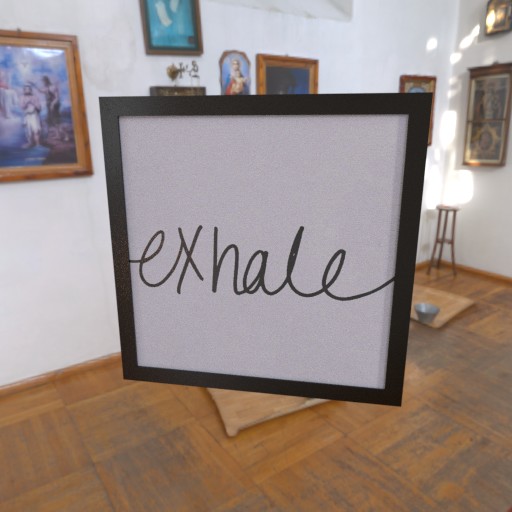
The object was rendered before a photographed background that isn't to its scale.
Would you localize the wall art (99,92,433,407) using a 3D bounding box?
[{"bbox_3d":[0.000,0.000,0.649,0.446,0.445,0.014,3,16,9],"label":"wall art"}]
